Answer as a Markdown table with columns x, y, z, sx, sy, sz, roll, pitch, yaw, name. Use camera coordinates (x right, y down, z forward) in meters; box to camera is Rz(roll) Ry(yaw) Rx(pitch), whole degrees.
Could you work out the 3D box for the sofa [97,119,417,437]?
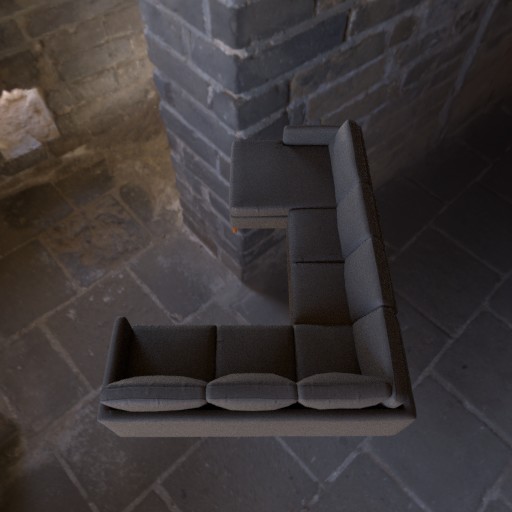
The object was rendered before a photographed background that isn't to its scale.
| x | y | z | sx | sy | sz | roll | pitch | yaw | name |
| --- | --- | --- | --- | --- | --- | --- | --- | --- | --- |
| 0.000 | 0.000 | 4.650 | 2.594 | 0.961 | 3.460 | 0 | 58 | 0 | sofa |
